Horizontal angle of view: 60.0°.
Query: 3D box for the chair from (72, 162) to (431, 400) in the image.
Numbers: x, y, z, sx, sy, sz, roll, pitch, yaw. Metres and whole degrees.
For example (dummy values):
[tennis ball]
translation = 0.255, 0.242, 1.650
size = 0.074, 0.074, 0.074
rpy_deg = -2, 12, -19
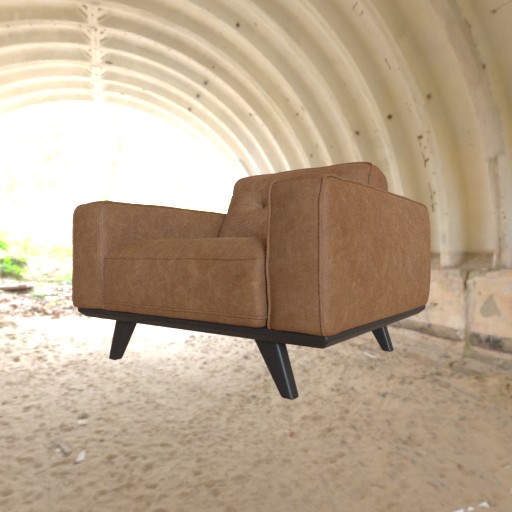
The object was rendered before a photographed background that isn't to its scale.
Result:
[chair]
translation = 0.000, 0.000, 1.746
size = 1.118, 0.782, 0.952
rpy_deg = 0, 0, 36
